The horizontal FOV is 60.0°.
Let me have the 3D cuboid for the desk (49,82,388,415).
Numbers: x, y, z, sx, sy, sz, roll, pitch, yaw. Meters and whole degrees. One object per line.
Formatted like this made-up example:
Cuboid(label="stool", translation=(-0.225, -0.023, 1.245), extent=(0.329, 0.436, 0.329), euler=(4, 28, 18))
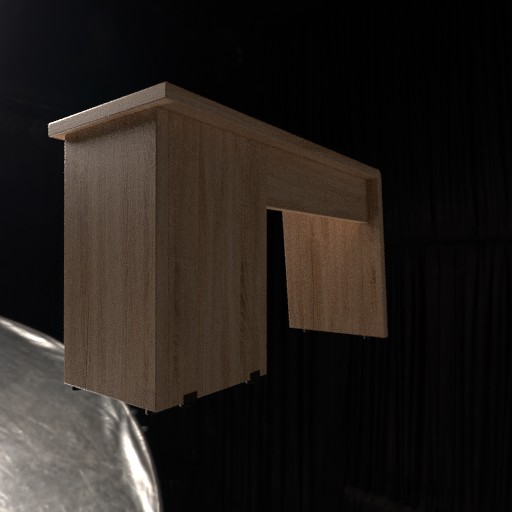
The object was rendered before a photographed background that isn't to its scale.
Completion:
Cuboid(label="desk", translation=(0.000, 0.000, 1.628), extent=(0.500, 0.750, 1.300), euler=(0, -1, 37))
